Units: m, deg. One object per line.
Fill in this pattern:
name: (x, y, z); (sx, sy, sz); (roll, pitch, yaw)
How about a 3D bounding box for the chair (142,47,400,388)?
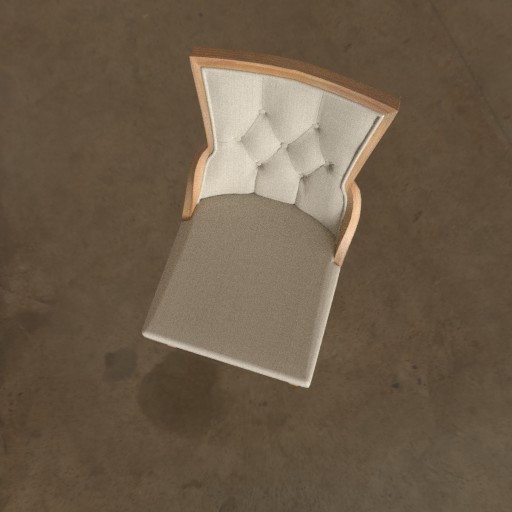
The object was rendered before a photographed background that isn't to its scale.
chair: (0.000, 0.000, 1.321); (0.524, 0.947, 0.641); (16, 76, 4)
